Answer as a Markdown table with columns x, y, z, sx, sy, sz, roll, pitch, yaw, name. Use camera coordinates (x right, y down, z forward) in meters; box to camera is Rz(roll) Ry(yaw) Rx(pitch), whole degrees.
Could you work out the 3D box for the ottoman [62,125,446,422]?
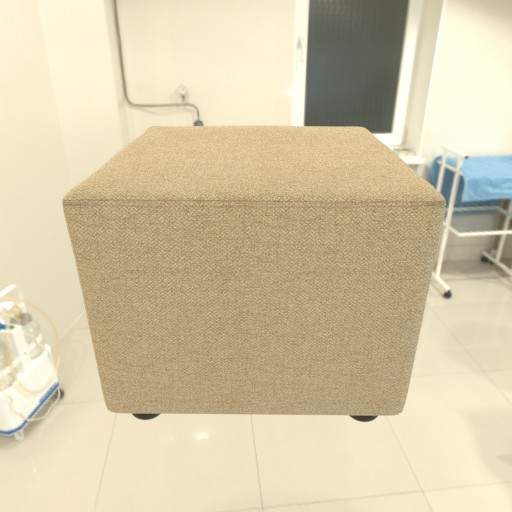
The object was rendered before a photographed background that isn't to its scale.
| x | y | z | sx | sy | sz | roll | pitch | yaw | name |
| --- | --- | --- | --- | --- | --- | --- | --- | --- | --- |
| 0.000 | 0.000 | 0.868 | 0.508 | 0.432 | 0.508 | 0 | 27 | 1 | ottoman |
